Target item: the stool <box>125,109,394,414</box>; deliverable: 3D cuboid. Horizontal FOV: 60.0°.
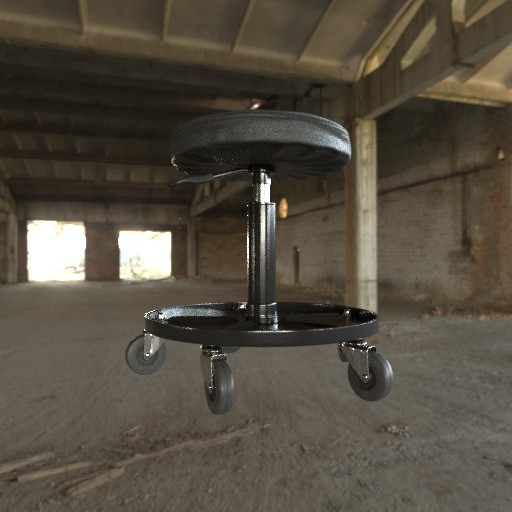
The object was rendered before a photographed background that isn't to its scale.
[{"bbox_3d":[0.000,0.000,0.681,0.382,0.365,0.381,0,0,-18],"label":"stool"}]
